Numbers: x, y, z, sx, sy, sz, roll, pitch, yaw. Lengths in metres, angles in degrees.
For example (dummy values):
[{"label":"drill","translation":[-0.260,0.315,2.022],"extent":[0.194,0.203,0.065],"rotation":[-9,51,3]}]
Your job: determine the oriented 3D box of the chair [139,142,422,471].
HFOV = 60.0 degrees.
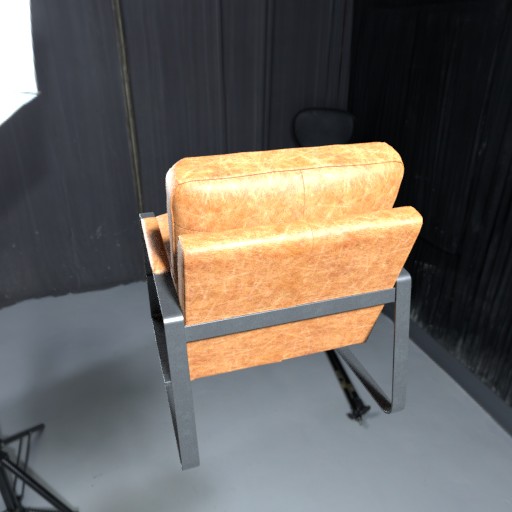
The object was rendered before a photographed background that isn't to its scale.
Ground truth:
[{"label":"chair","translation":[0.000,0.000,1.376],"extent":[0.651,0.777,0.801],"rotation":[-8,28,-16]}]
